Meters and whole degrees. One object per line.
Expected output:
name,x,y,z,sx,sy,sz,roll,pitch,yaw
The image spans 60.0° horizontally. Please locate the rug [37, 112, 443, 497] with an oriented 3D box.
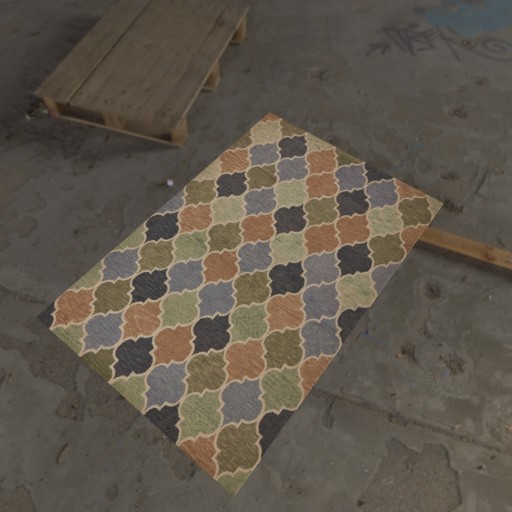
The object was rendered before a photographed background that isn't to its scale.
rug,0.000,0.000,2.288,1.216,0.006,1.828,34,64,19
